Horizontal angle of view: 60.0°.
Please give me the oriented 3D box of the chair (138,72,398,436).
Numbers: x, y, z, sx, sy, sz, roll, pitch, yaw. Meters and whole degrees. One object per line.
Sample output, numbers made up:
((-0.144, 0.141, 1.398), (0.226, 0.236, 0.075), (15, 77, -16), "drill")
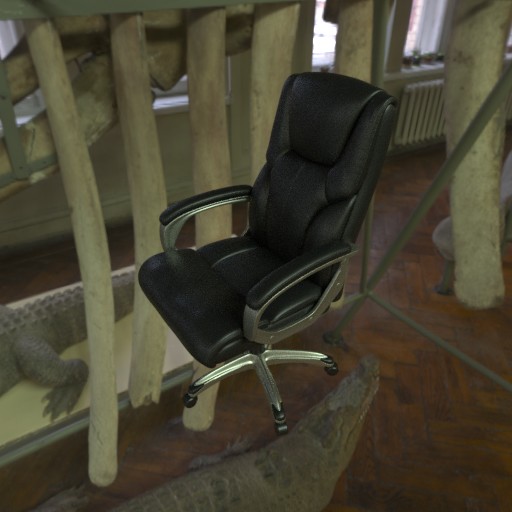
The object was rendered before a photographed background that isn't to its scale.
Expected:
((0.000, 0.000, 1.582), (0.739, 1.155, 0.663), (-20, 37, -28), "chair")
